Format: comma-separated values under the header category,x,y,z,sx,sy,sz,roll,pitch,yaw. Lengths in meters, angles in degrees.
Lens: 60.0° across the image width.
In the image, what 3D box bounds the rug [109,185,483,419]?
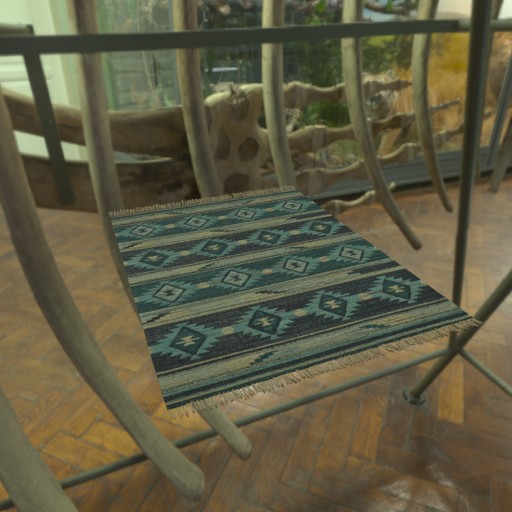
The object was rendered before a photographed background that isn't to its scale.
category,x,y,z,sx,sy,sz,roll,pitch,yaw
rug,0.000,0.000,4.293,2.418,0.047,3.307,-11,31,-19
